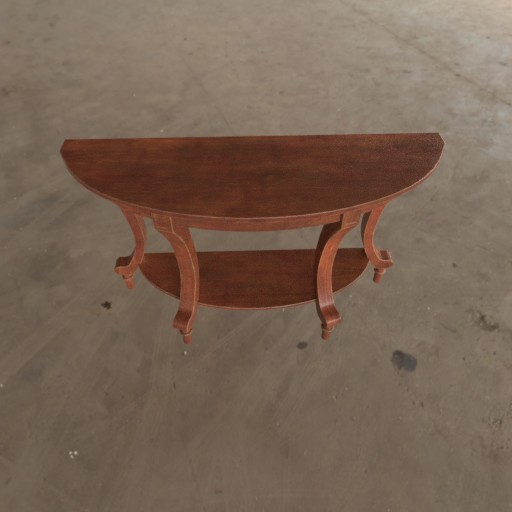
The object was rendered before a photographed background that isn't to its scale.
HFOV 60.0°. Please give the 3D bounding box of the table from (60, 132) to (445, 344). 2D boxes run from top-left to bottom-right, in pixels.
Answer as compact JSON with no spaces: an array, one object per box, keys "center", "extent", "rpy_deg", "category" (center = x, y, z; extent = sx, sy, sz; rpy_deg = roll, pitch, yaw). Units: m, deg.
[{"center":[0.000,0.000,1.532],"extent":[1.198,0.699,0.394],"rpy_deg":[-1,46,-1],"category":"table"}]
